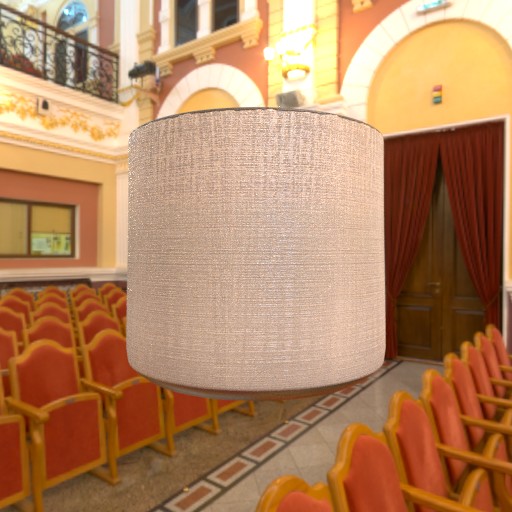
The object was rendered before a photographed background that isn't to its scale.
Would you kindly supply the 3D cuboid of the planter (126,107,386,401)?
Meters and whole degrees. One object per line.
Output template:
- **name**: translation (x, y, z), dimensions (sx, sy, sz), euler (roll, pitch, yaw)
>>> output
- **planter**: translation (0.000, 0.000, 0.223), dimensions (0.125, 0.112, 0.125), euler (0, 1, 0)
